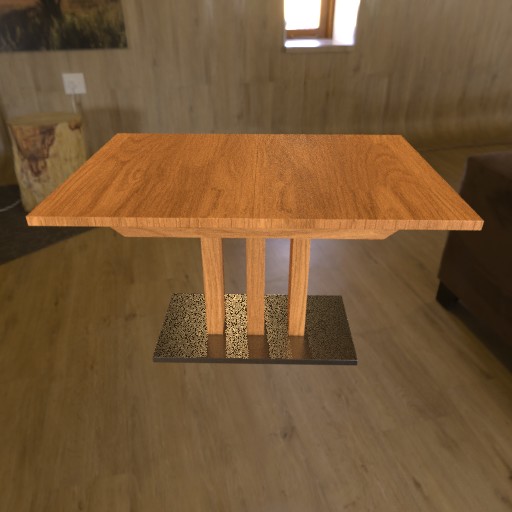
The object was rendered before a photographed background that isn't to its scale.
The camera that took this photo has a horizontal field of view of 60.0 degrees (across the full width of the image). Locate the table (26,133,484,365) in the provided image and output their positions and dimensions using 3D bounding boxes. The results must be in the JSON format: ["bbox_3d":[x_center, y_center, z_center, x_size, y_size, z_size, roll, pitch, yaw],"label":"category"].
[{"bbox_3d":[0.000,0.000,1.839,1.300,0.770,0.900,1,30,1],"label":"table"}]
